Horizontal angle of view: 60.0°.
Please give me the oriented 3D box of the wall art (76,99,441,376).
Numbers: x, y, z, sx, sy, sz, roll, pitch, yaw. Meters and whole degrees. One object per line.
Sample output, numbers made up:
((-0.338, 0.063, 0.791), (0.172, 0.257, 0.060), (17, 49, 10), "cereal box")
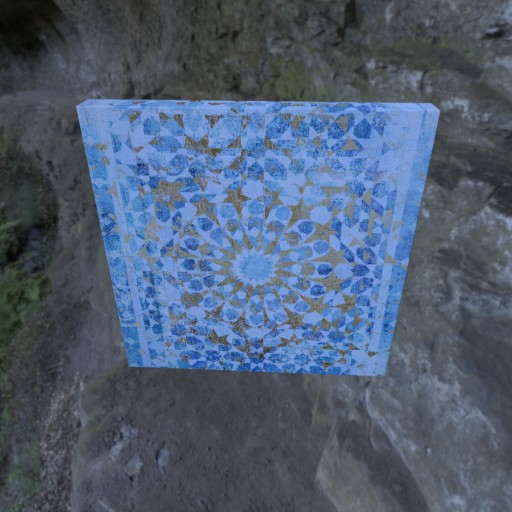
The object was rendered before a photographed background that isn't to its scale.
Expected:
((0.000, 0.000, 0.612), (0.405, 0.405, 0.037), (2, 31, 3), "wall art")
